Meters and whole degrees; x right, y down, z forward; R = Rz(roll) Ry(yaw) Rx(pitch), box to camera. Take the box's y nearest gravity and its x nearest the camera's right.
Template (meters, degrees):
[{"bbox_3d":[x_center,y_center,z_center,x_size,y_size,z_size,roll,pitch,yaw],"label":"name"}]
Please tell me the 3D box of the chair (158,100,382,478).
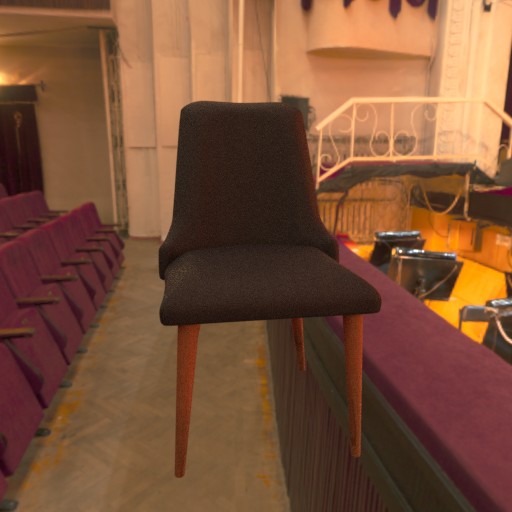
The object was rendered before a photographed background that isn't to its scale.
[{"bbox_3d":[0.000,0.000,1.152,0.504,0.820,0.567,-2,13,-9],"label":"chair"}]
